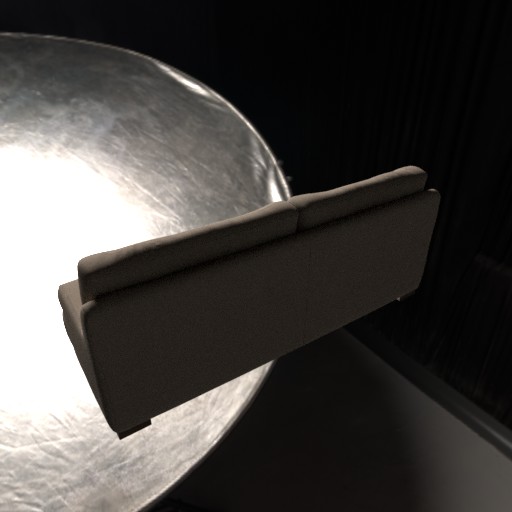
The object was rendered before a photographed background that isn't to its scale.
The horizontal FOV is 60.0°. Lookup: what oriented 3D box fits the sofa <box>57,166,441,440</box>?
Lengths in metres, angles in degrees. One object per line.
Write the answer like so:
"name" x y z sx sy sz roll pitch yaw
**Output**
"sofa" 0.000 0.000 2.861 2.354 0.980 0.962 -19 35 -29
